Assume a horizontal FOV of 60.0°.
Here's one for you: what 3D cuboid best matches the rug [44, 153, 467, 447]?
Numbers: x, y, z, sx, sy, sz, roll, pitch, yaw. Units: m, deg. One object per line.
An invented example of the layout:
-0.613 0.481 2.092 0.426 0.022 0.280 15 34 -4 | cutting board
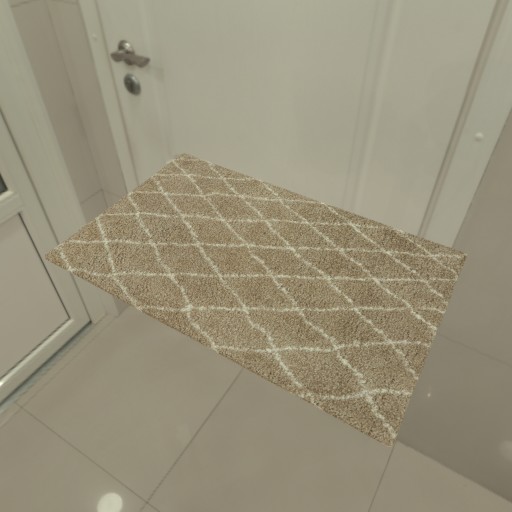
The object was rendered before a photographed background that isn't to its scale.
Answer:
0.000 0.000 3.002 2.438 0.030 1.524 23 49 22 | rug
